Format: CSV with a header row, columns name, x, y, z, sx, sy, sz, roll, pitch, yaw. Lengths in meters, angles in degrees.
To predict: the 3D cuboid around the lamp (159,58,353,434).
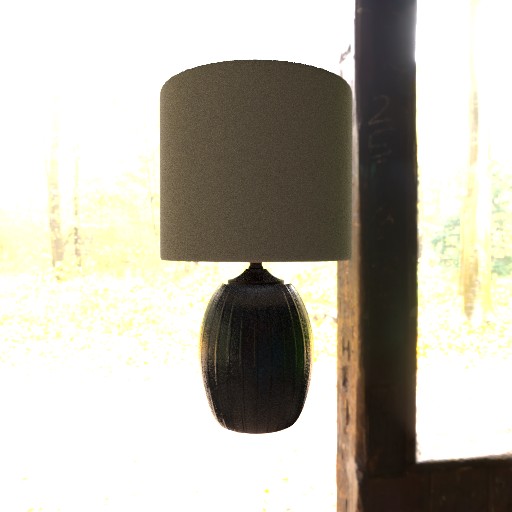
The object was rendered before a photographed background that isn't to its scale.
name,x,y,z,sx,sy,sz,roll,pitch,yaw
lamp,0.000,0.000,0.776,0.329,0.570,0.329,-1,1,-37
